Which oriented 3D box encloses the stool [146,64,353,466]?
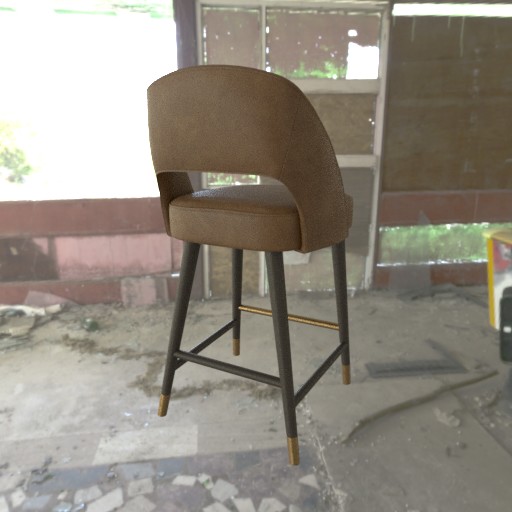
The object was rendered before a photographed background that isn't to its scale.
[{"bbox_3d":[0.000,0.000,1.256,0.494,0.940,0.509,8,17,27],"label":"stool"}]
